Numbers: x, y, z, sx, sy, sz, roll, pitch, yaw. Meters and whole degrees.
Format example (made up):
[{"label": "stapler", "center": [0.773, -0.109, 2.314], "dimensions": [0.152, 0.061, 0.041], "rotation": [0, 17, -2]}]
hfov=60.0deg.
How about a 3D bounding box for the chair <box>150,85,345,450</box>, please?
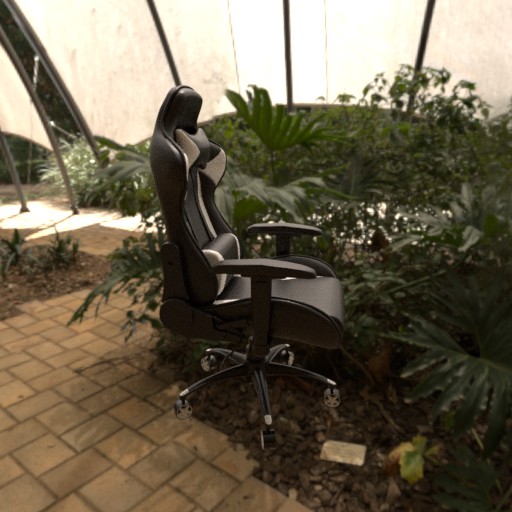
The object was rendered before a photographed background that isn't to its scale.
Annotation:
[{"label": "chair", "center": [0.000, 0.000, 1.772], "dimensions": [0.695, 1.285, 0.730], "rotation": [3, 16, 10]}]
